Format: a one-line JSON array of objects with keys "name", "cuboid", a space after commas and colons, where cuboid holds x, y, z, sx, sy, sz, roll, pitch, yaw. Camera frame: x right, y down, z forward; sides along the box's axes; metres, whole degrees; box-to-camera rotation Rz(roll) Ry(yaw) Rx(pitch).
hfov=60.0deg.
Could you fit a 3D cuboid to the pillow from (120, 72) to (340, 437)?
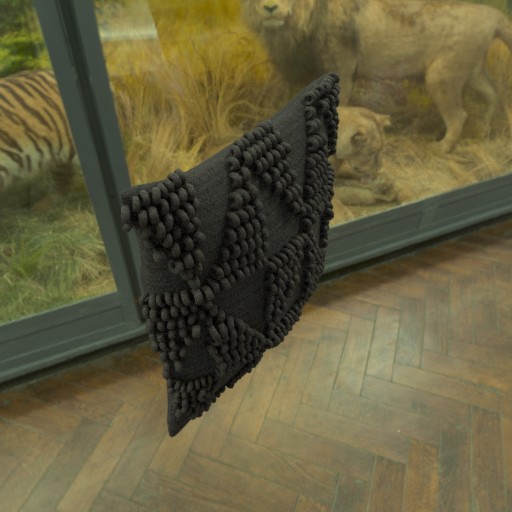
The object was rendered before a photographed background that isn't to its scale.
[{"name": "pillow", "cuboid": [0.000, 0.000, 0.719, 0.172, 0.467, 0.470, 24, 46, 25]}]
